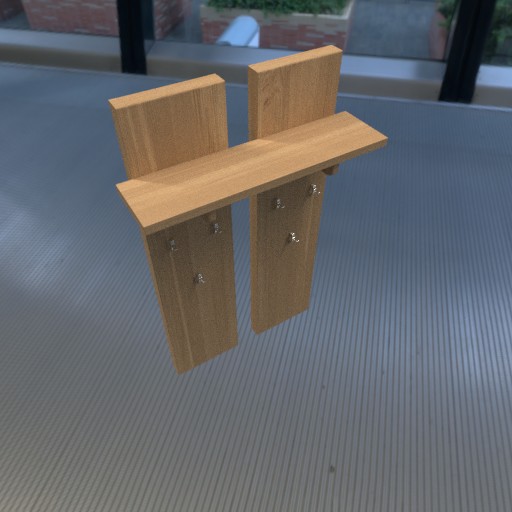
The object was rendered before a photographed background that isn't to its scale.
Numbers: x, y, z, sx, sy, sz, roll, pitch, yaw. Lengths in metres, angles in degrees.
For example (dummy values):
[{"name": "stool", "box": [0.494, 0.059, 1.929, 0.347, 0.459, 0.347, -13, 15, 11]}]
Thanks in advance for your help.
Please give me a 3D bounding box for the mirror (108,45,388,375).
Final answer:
[{"name": "mirror", "box": [0.000, 0.000, 1.599, 0.800, 1.250, 0.260, -23, 50, -22]}]
